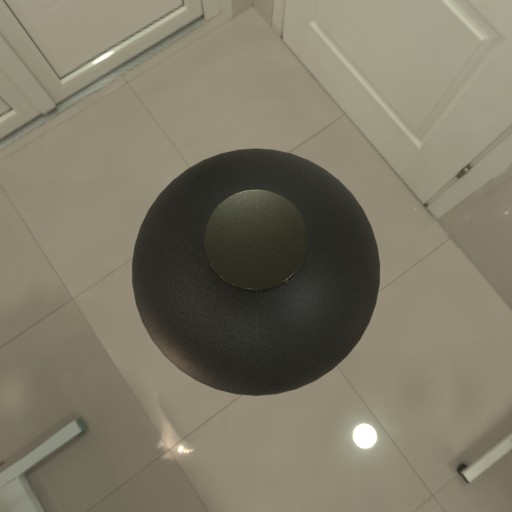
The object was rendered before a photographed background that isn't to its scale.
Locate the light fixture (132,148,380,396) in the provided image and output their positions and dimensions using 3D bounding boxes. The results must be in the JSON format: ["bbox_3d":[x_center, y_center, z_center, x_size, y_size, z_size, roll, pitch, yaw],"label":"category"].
[{"bbox_3d":[0.000,0.000,0.563,0.355,0.177,0.355,0,77,0],"label":"light fixture"}]
